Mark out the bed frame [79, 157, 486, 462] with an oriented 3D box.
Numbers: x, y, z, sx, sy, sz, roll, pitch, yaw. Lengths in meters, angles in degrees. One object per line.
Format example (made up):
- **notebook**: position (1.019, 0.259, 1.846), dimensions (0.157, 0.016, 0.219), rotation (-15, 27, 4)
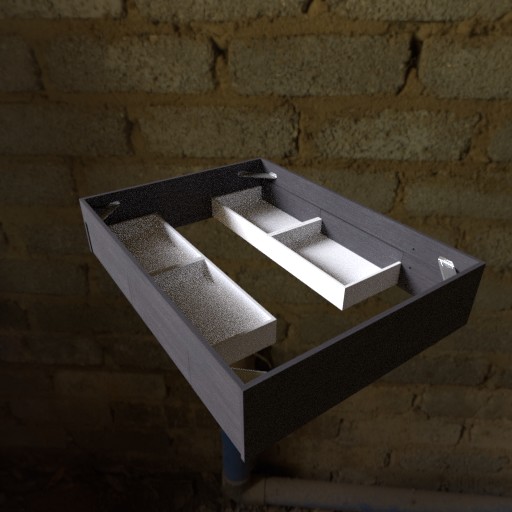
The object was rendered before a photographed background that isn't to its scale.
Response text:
- **bed frame**: position (0.000, 0.000, 2.644), dimensions (1.448, 0.459, 1.944), rotation (-20, 36, -29)
